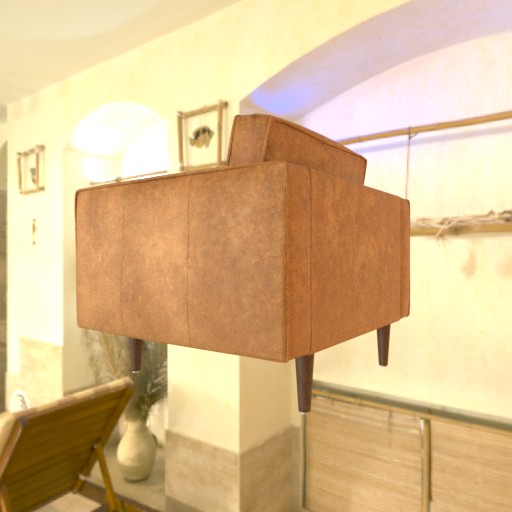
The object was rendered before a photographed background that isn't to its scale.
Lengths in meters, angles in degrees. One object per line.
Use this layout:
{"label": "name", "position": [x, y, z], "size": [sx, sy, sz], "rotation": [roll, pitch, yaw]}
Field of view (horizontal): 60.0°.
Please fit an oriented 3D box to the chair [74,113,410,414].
{"label": "chair", "position": [0.000, 0.000, 1.521], "size": [0.798, 0.767, 0.928], "rotation": [0, 1, 36]}
